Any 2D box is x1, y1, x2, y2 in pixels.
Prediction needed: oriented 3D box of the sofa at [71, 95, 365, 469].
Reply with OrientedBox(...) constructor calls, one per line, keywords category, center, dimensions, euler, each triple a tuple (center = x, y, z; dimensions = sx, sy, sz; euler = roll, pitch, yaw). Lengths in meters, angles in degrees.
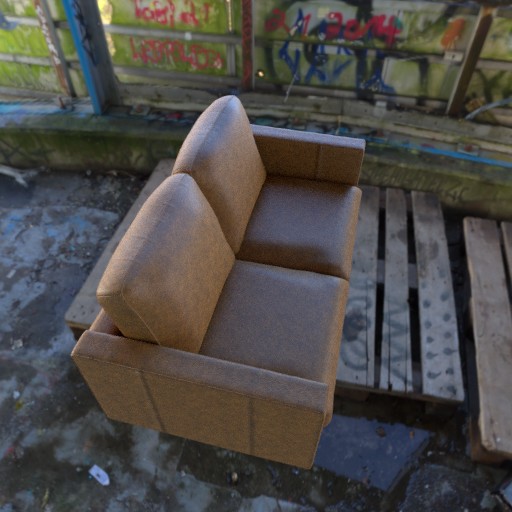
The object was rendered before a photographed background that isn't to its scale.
OrientedBox(category="sofa", center=(0.000, 0.000, 2.097), dimensions=(0.909, 0.951, 1.578), euler=(10, 48, 9))
